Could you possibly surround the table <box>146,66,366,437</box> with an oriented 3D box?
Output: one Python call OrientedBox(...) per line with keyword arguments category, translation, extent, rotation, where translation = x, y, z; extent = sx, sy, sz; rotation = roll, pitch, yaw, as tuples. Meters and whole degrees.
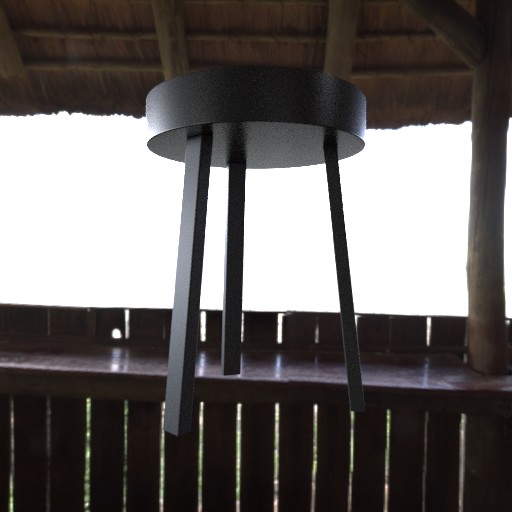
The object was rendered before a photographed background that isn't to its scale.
OrientedBox(category="table", translation=(0.000, 0.000, 0.850), extent=(0.406, 0.559, 0.406), rotation=(0, 1, 0))
